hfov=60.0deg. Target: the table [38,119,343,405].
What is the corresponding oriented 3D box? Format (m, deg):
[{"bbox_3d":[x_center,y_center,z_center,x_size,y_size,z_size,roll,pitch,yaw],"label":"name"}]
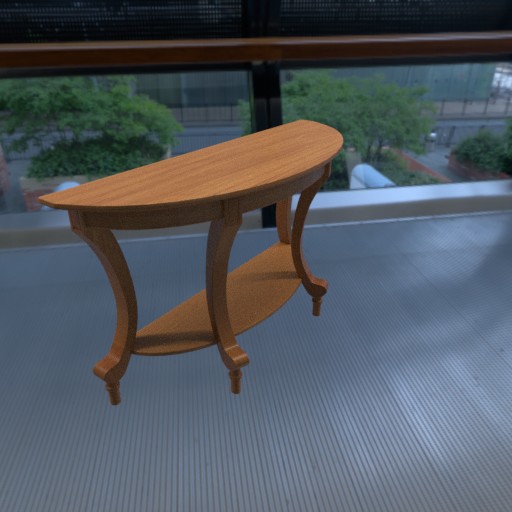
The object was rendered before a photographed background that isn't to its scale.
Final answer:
[{"bbox_3d":[0.000,0.000,1.524,0.394,0.692,1.198,19,33,31],"label":"table"}]
